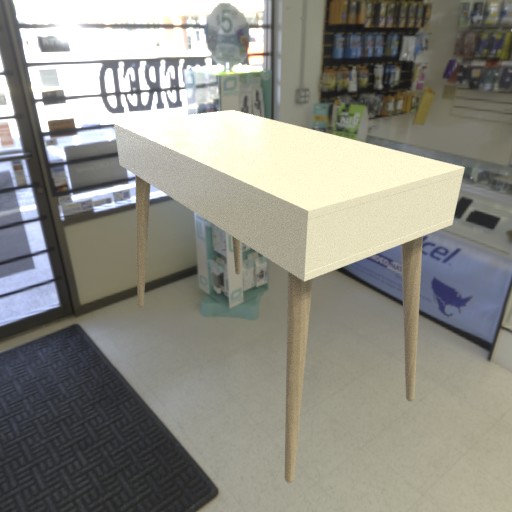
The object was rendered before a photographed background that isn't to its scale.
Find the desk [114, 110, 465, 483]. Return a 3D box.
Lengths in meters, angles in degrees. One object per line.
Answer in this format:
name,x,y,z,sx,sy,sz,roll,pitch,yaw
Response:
desk,0.000,0.000,1.406,0.491,0.723,0.979,-18,32,-31
